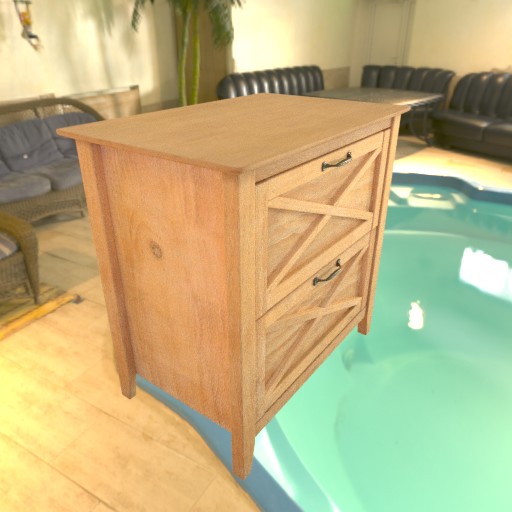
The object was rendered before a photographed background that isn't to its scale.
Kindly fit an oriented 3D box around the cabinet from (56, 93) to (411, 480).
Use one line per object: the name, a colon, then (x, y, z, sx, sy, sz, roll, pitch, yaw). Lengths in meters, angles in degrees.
cabinet: (0.000, 0.000, 1.249, 0.503, 0.762, 0.763, 19, 32, 32)
